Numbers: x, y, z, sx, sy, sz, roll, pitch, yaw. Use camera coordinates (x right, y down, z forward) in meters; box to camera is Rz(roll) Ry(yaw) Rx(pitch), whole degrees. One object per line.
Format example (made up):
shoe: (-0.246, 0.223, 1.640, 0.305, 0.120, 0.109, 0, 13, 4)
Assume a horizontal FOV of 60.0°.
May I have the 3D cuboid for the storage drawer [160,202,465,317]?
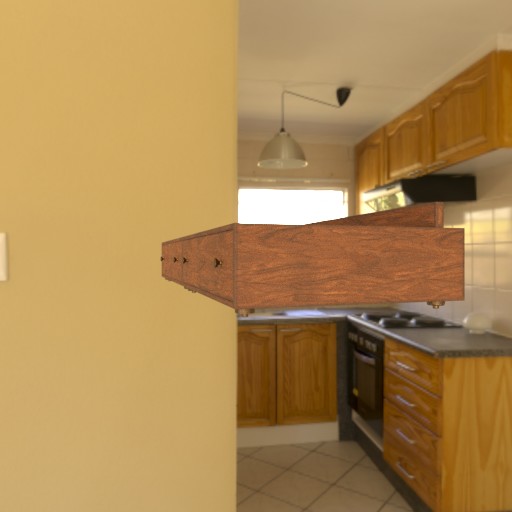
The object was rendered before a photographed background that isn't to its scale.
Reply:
storage drawer: (0.000, 0.000, 2.196, 0.774, 0.339, 1.914, 0, 0, -18)
